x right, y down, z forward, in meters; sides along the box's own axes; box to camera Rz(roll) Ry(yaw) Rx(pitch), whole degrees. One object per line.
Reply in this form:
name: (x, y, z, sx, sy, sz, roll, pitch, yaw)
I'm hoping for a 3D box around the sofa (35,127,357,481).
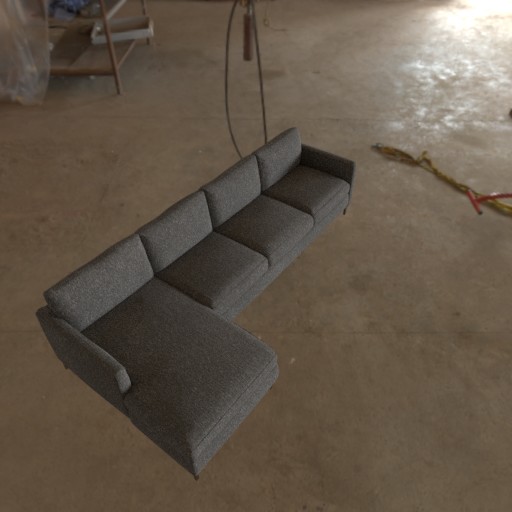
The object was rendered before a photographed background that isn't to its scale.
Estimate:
sofa: (0.000, 0.000, 3.462, 1.350, 0.810, 2.932, 26, 48, 26)
